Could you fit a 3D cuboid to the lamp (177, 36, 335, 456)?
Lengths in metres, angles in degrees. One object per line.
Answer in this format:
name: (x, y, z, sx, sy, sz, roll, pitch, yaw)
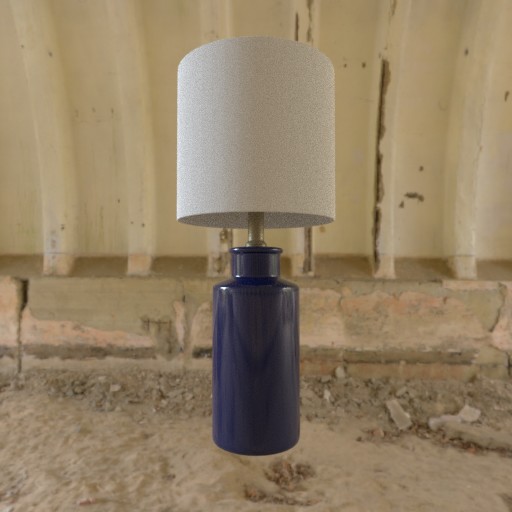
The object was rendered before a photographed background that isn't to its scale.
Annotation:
lamp: (0.000, 0.000, 0.600, 0.212, 0.493, 0.212, 1, -2, -35)
